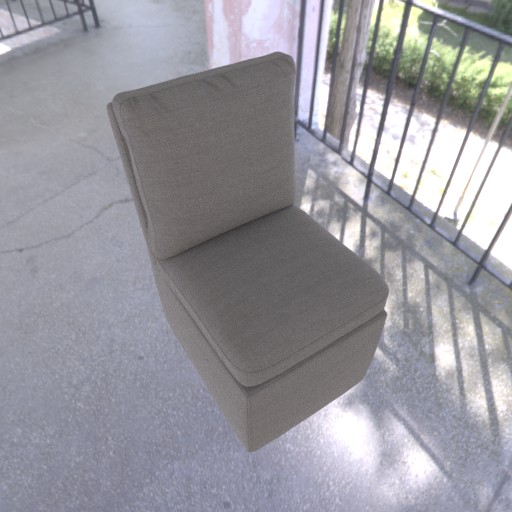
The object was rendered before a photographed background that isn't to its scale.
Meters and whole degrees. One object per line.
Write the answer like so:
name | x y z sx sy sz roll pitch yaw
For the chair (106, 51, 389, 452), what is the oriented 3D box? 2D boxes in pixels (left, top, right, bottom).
chair | 0.000 0.000 1.297 0.503 0.927 0.698 -25 51 -22
